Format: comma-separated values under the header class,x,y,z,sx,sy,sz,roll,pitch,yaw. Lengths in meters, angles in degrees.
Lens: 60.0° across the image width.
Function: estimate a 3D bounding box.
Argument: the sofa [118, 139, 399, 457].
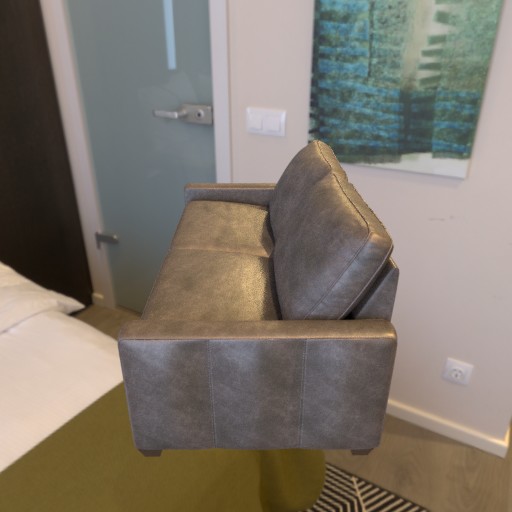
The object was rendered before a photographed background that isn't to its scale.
class,x,y,z,sx,sy,sz,roll,pitch,yaw
sofa,0.000,0.000,2.260,0.939,0.916,1.732,0,26,0
